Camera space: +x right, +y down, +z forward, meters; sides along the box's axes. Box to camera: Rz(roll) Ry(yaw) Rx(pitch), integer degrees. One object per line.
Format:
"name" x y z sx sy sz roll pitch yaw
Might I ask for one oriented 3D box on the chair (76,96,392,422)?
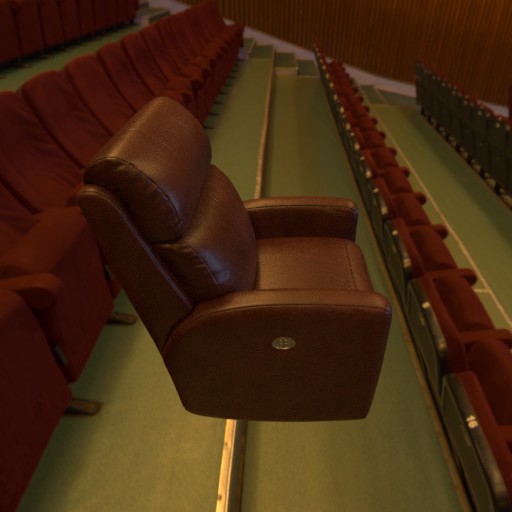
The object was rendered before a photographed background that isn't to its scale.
"chair" 0.000 0.000 1.667 0.939 1.016 0.787 1 33 2
